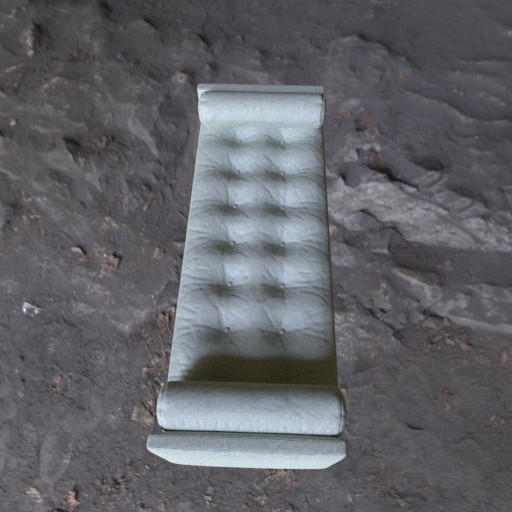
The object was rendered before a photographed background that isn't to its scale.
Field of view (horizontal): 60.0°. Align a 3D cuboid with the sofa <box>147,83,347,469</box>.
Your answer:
[{"bbox_3d":[0.000,0.000,2.455,0.796,0.705,2.102,2,61,1],"label":"sofa"}]
